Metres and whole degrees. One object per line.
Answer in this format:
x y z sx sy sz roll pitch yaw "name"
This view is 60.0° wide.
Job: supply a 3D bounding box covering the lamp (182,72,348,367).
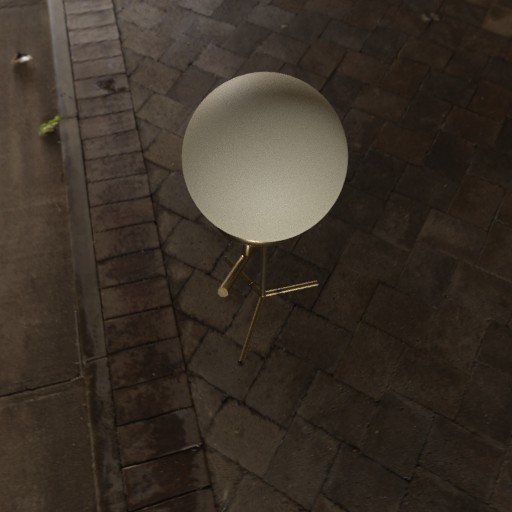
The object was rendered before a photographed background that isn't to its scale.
0.000 0.000 0.655 0.210 0.552 0.251 15 65 8 "lamp"
